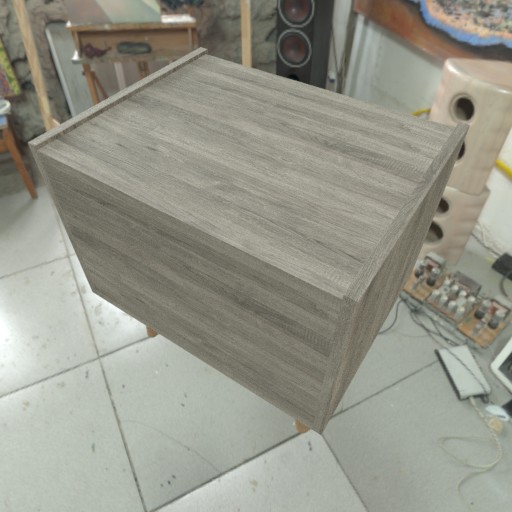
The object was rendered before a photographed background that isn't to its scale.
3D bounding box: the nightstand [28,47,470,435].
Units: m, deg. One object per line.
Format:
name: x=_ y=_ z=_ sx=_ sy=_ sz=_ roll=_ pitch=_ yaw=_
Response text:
nightstand: x=0.000 y=0.000 z=0.792 sx=0.480 sy=0.500 sz=0.380 roll=26 pitch=52 yaw=22
